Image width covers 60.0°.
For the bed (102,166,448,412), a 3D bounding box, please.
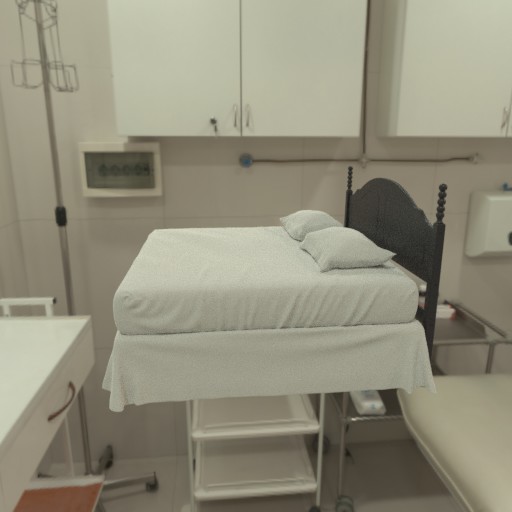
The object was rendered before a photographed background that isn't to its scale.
[{"bbox_3d":[0.000,0.000,3.695,2.219,1.355,2.322,-2,15,-6],"label":"bed"}]
